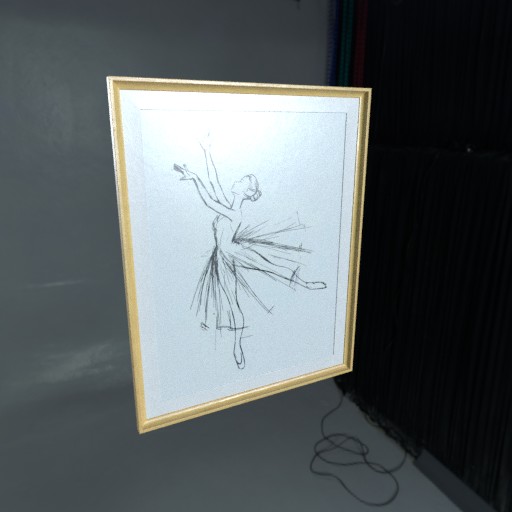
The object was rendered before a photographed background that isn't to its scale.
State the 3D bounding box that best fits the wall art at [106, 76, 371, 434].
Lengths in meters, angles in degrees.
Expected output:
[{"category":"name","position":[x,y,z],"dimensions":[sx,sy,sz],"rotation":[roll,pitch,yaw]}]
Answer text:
[{"category":"wall art","position":[0.000,0.000,1.376],"dimensions":[0.798,1.002,0.030],"rotation":[-8,18,-26]}]
